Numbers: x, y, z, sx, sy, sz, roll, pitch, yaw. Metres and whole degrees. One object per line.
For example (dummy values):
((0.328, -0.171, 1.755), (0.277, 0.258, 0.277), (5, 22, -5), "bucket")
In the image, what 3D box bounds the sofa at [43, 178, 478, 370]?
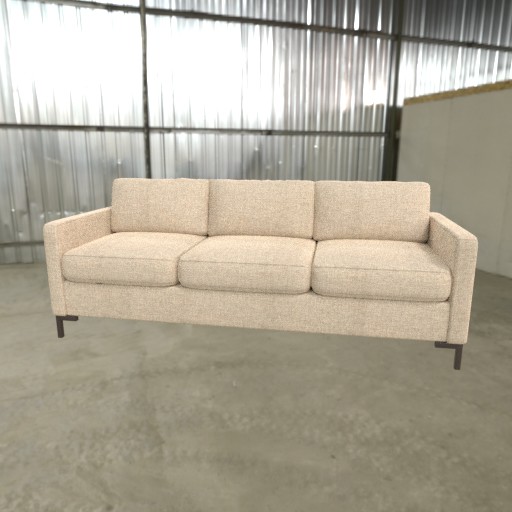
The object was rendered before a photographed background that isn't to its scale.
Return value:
((0.000, 0.000, 2.643), (2.218, 0.874, 0.859), (2, 14, 10), "sofa")
